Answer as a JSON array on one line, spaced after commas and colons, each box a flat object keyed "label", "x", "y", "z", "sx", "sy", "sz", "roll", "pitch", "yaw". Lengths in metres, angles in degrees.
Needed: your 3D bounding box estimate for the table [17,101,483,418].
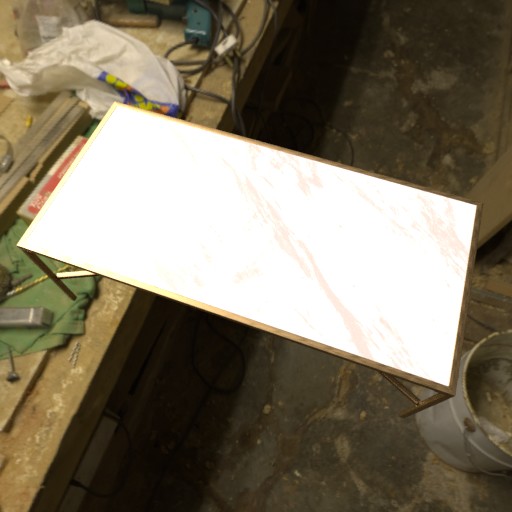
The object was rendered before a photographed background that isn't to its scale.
[{"label": "table", "x": 0.000, "y": 0.000, "z": 1.431, "sx": 1.197, "sy": 0.405, "sz": 0.577, "roll": 18, "pitch": 64, "yaw": 9}]
